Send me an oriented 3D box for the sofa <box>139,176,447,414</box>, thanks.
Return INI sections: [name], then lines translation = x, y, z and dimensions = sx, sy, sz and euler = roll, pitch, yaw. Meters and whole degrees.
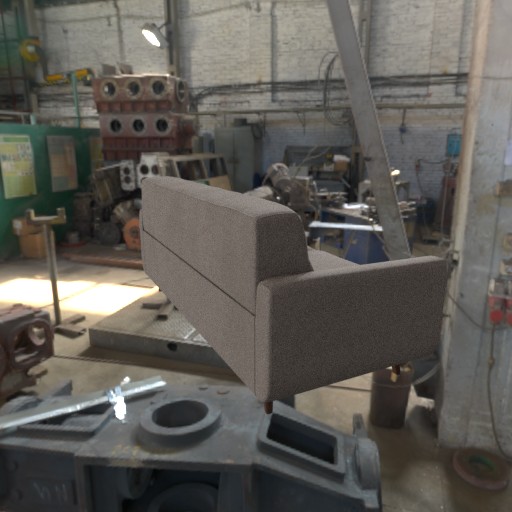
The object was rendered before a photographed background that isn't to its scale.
[sofa]
translation = 0.000, 0.000, 2.596
dimensions = 0.909, 0.841, 2.029
euler = -7, 16, -26
